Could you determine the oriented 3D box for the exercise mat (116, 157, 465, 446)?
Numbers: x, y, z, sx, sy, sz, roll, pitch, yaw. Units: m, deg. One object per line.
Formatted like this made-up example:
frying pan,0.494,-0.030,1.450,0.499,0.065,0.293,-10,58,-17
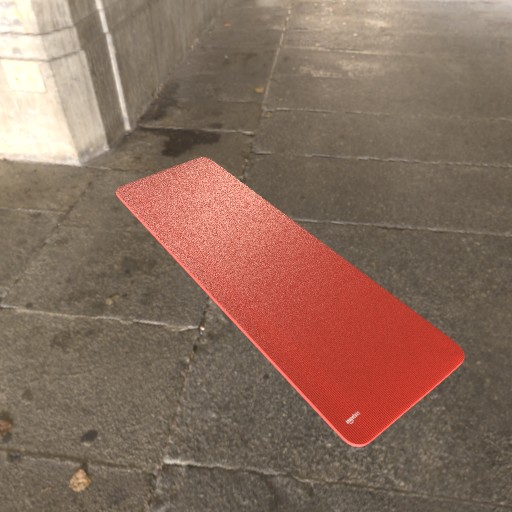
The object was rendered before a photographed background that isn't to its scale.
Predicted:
exercise mat,0.000,0.000,2.087,0.616,0.021,1.869,-27,49,-27
